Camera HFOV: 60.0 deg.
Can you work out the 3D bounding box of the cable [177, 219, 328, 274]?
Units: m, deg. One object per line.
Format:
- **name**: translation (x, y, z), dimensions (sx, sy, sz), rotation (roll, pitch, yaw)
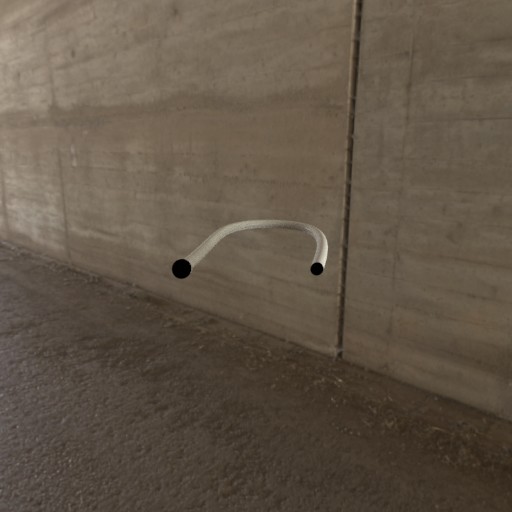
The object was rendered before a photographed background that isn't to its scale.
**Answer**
- **cable**: translation (0.000, 0.000, 0.112), dimensions (0.041, 0.005, 0.098), rotation (2, 14, 8)
